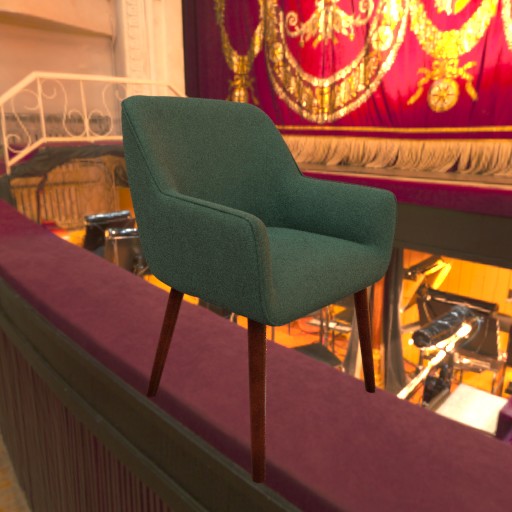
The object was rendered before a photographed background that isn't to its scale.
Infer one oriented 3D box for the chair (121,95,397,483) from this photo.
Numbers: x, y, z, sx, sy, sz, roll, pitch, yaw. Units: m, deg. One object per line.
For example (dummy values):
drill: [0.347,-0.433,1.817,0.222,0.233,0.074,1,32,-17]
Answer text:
chair: [0.000,0.000,1.157,0.519,0.803,0.543,14,21,42]
